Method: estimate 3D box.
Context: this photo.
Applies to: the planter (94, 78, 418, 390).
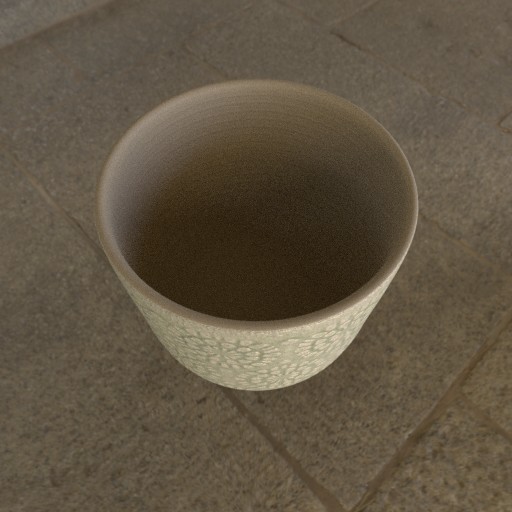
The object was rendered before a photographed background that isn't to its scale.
[{"bbox_3d":[0.000,0.000,0.299,0.169,0.153,0.169,0,59,0],"label":"planter"}]
